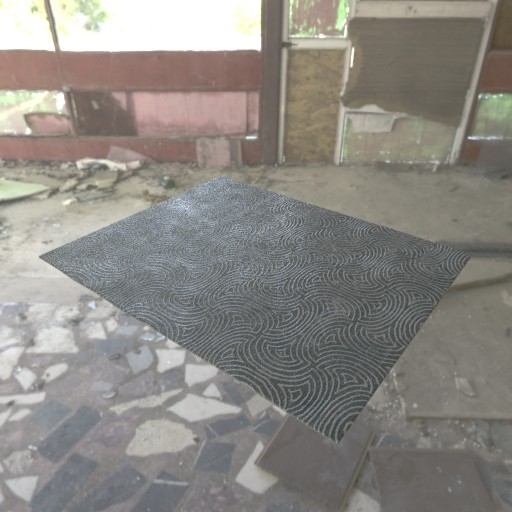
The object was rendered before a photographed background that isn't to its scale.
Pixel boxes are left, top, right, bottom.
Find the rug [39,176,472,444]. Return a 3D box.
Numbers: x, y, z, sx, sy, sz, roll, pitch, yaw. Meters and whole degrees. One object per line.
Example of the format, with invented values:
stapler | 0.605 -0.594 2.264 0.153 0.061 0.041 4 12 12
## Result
rug | 0.000 0.000 3.982 3.042 0.021 2.456 23 38 32
